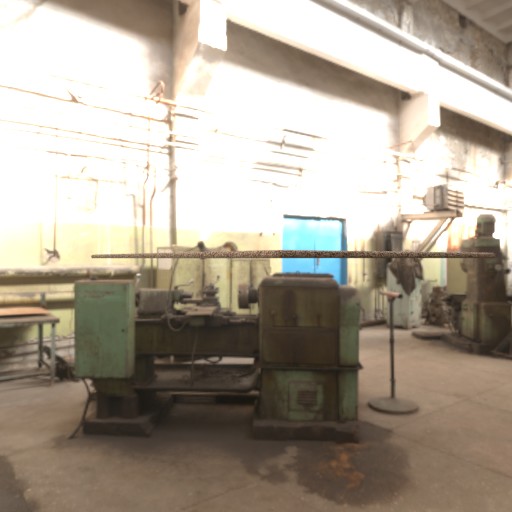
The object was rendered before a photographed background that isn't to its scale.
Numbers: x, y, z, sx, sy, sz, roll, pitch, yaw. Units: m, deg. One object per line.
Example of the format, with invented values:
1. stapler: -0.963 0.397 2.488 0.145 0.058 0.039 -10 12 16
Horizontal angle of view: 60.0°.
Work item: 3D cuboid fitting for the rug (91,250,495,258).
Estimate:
1. rug: 0.000 0.000 2.995 1.524 0.030 2.438 0 0 -35
